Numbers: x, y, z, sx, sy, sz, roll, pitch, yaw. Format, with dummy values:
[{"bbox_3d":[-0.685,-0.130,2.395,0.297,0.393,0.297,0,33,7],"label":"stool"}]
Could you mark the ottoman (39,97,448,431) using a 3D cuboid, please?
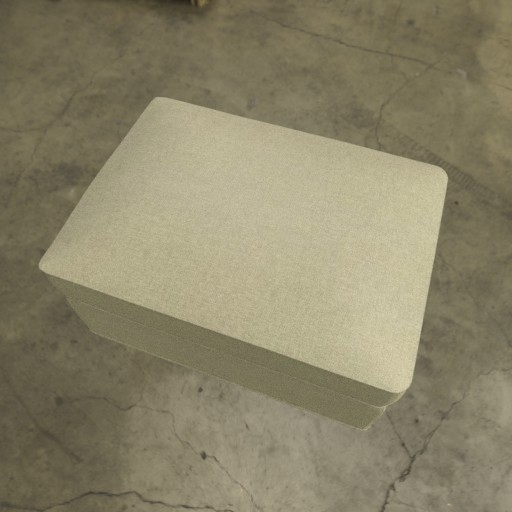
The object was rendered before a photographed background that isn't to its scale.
[{"bbox_3d":[0.000,0.000,1.225,0.843,0.504,0.619,17,61,10],"label":"ottoman"}]
